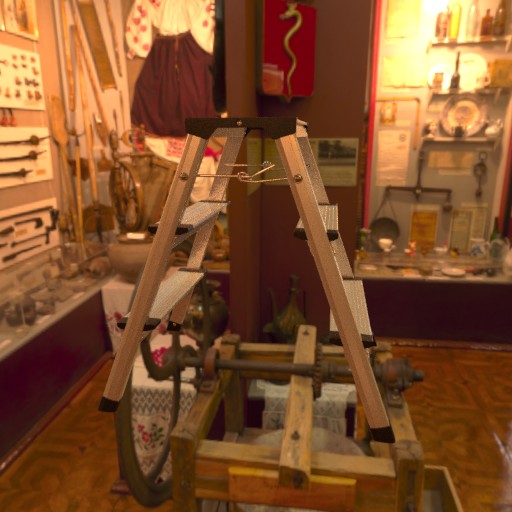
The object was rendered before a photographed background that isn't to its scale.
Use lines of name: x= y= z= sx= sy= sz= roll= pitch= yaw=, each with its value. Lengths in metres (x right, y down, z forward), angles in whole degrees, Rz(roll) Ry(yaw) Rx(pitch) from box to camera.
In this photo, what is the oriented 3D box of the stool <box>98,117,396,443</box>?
stool: x=0.000 y=0.000 z=1.031 sx=0.622 sy=0.605 sz=0.437 roll=3 pitch=16 yaw=9
